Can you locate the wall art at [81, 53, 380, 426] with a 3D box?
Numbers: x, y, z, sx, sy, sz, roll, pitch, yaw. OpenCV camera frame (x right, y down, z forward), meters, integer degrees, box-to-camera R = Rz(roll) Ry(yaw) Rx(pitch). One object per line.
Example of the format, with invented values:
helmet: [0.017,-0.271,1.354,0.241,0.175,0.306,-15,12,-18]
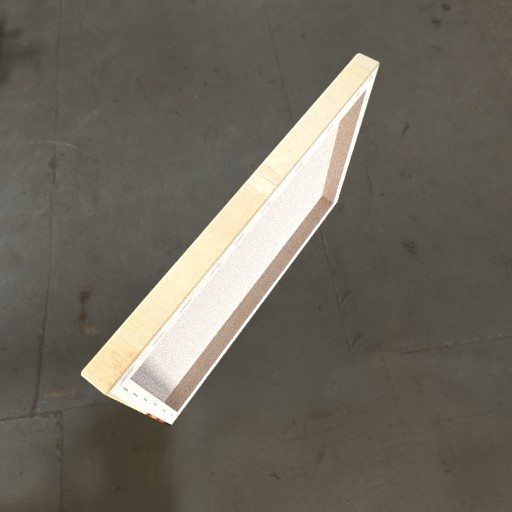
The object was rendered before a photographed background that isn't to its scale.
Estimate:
wall art: [0.000,0.000,0.769,0.040,0.402,0.613,33,69,14]
